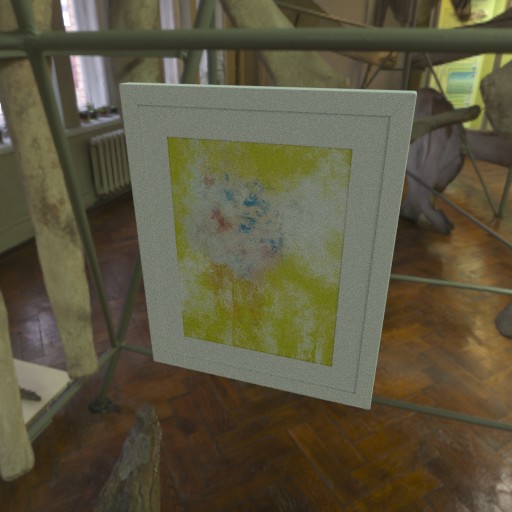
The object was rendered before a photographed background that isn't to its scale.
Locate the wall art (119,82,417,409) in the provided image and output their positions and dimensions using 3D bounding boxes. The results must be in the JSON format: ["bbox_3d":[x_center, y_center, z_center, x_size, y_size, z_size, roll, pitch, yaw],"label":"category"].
[{"bbox_3d":[0.000,0.000,0.778,0.454,0.556,0.028,8,27,16],"label":"wall art"}]
